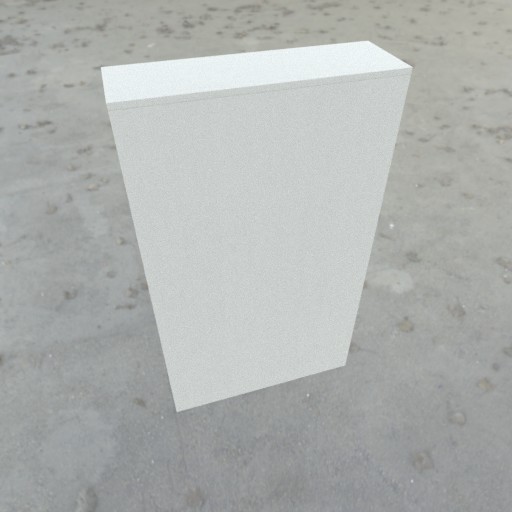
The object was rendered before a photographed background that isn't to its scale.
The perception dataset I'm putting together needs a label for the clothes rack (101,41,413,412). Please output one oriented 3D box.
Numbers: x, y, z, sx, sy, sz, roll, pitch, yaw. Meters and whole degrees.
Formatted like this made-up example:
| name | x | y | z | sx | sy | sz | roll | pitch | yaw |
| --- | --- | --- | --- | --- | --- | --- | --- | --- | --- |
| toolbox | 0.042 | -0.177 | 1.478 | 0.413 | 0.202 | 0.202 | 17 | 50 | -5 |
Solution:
| name | x | y | z | sx | sy | sz | roll | pitch | yaw |
| --- | --- | --- | --- | --- | --- | --- | --- | --- | --- |
| clothes rack | 0.000 | 0.000 | 1.545 | 0.750 | 1.280 | 0.250 | -12 | 43 | -13 |
